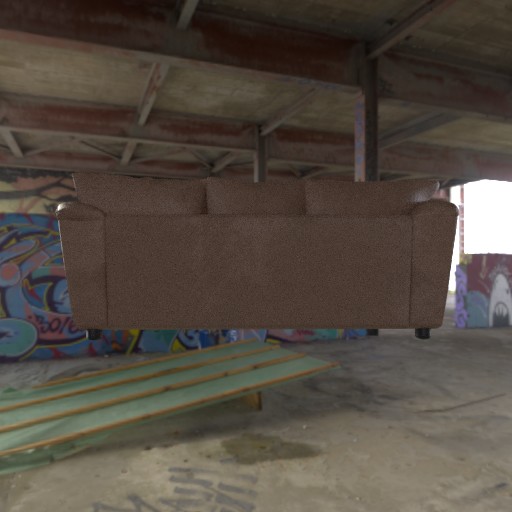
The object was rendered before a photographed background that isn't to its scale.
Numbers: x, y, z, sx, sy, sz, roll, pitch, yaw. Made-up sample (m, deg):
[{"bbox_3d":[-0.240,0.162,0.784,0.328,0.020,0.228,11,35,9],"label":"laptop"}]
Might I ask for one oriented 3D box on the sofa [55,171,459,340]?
[{"bbox_3d":[0.000,0.000,2.874,2.377,0.981,0.893,0,-1,-1],"label":"sofa"}]
